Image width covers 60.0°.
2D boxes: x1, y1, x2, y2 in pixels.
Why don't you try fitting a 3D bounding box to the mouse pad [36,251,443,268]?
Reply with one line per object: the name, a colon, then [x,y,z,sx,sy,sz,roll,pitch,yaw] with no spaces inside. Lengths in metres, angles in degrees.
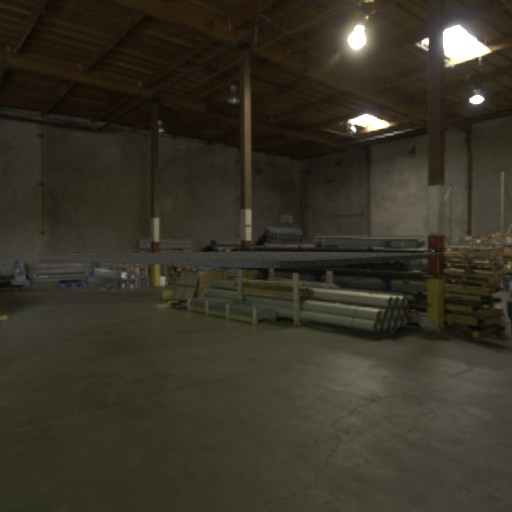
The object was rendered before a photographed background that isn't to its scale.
mouse pad: [0.000,0.000,0.316,0.203,0.003,0.229,1,2,38]
